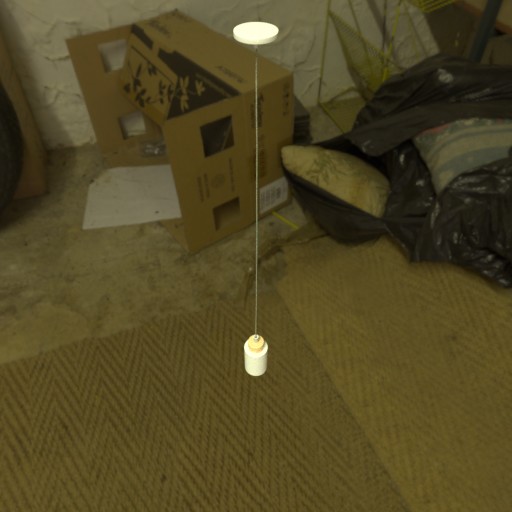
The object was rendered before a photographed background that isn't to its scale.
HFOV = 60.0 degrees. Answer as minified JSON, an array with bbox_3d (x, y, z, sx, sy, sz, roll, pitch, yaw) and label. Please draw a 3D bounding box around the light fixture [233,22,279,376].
[{"bbox_3d":[0.000,0.000,1.869,0.125,1.798,0.125,-32,54,-27],"label":"light fixture"}]
